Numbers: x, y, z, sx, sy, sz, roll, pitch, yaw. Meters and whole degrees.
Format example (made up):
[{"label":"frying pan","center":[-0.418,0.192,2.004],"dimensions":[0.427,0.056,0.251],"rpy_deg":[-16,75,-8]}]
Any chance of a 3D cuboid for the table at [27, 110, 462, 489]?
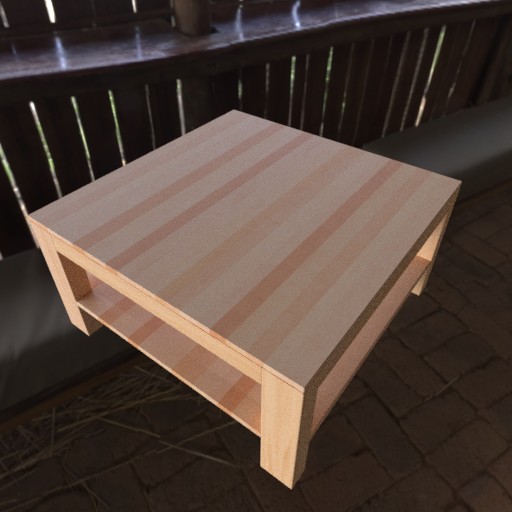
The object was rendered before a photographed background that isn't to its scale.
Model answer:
[{"label":"table","center":[0.000,0.000,1.434],"dimensions":[0.900,0.450,0.900],"rpy_deg":[26,47,27]}]
